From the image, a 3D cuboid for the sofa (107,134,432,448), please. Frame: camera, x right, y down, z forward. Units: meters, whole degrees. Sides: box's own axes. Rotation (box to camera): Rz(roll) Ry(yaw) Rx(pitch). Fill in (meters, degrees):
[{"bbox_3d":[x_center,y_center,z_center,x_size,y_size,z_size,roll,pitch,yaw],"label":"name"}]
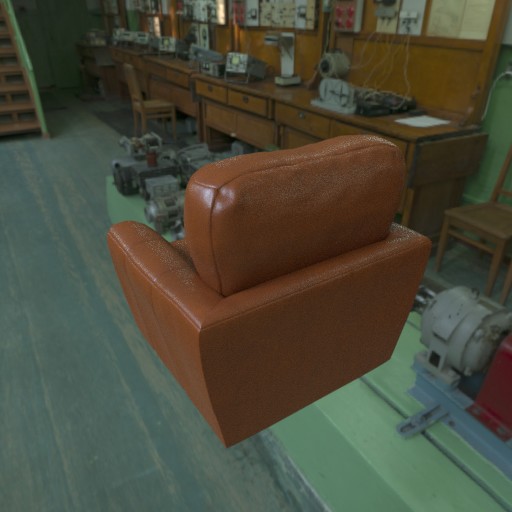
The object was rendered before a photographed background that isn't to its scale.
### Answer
[{"bbox_3d":[0.000,0.000,1.529,0.836,0.876,0.789,-18,34,-28],"label":"sofa"}]
